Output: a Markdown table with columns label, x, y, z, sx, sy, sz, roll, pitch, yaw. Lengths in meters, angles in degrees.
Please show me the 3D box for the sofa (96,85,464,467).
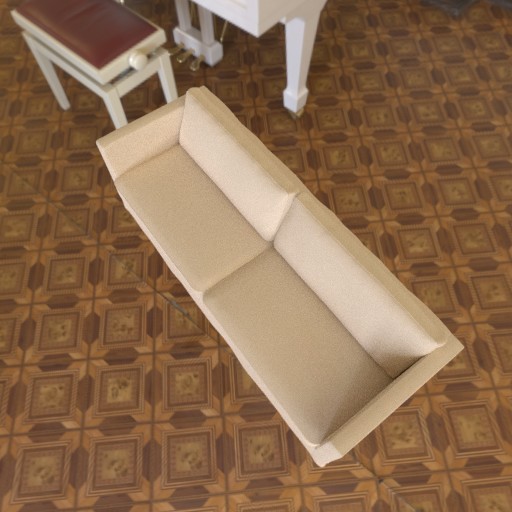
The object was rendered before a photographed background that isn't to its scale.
| label | x | y | z | sx | sy | sz | roll | pitch | yaw |
| --- | --- | --- | --- | --- | --- | --- | --- | --- | --- |
| sofa | 0.000 | 0.000 | 3.265 | 1.036 | 0.999 | 2.779 | -34 | 67 | -16 |
